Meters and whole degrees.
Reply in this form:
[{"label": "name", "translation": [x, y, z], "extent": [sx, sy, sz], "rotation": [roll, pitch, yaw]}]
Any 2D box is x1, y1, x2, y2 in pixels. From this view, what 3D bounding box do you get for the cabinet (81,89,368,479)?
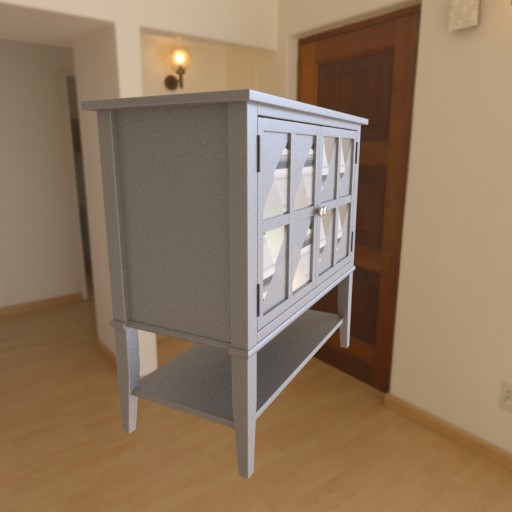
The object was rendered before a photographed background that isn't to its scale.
[{"label": "cabinet", "translation": [0.000, 0.000, 1.258], "extent": [0.396, 0.780, 0.801], "rotation": [7, 15, 27]}]
